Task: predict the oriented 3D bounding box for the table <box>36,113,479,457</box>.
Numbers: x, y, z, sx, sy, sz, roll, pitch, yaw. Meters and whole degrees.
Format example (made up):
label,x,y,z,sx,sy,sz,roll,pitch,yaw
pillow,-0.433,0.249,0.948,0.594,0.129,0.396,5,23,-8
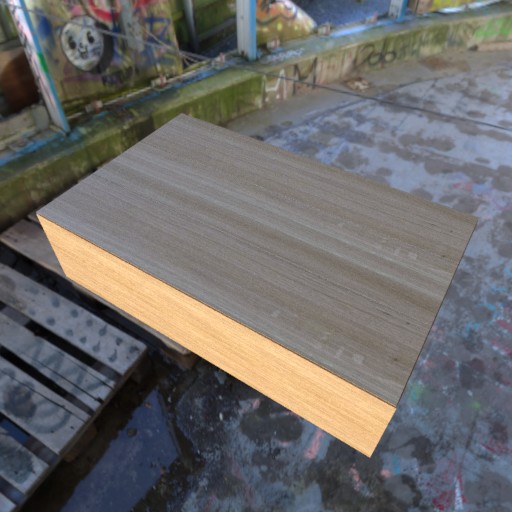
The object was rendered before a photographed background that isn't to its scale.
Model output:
label,x,y,z,sx,sy,sz,roll,pitch,yaw
table,0.000,0.000,1.427,1.110,0.353,0.678,25,52,21
